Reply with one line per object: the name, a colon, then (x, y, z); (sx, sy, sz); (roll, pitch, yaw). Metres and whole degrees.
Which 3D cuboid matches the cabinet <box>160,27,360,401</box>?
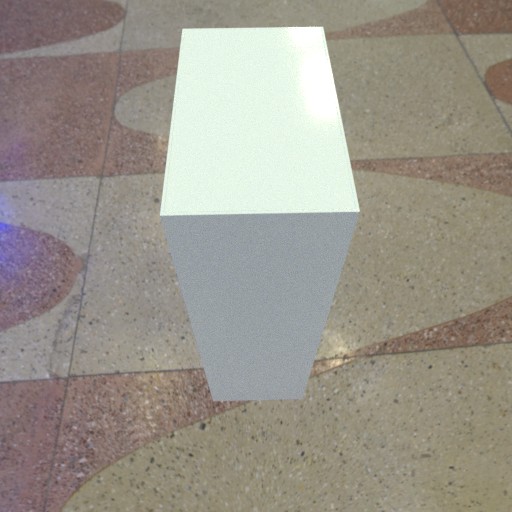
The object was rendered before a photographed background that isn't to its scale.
cabinet: (0.000, 0.000, 2.352); (0.580, 1.920, 0.980); (-1, 56, -1)
